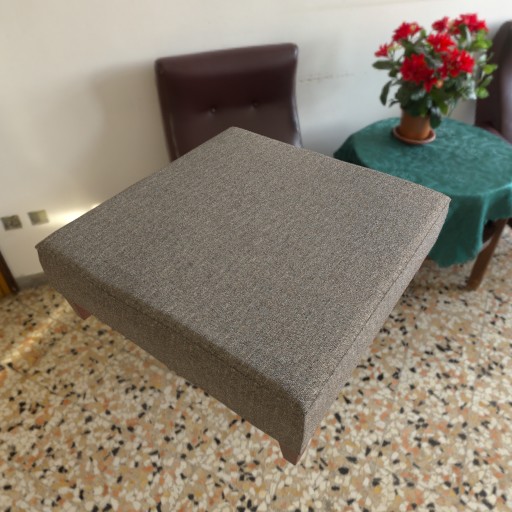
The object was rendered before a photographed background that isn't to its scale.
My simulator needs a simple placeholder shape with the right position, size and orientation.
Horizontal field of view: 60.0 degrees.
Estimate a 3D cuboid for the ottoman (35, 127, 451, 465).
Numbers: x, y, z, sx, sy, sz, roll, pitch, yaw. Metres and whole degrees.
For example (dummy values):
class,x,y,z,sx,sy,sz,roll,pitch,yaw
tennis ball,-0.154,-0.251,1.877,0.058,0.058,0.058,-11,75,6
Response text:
class,x,y,z,sx,sy,sz,roll,pitch,yaw
ottoman,0.000,0.000,1.541,0.981,0.379,1.016,25,48,26
